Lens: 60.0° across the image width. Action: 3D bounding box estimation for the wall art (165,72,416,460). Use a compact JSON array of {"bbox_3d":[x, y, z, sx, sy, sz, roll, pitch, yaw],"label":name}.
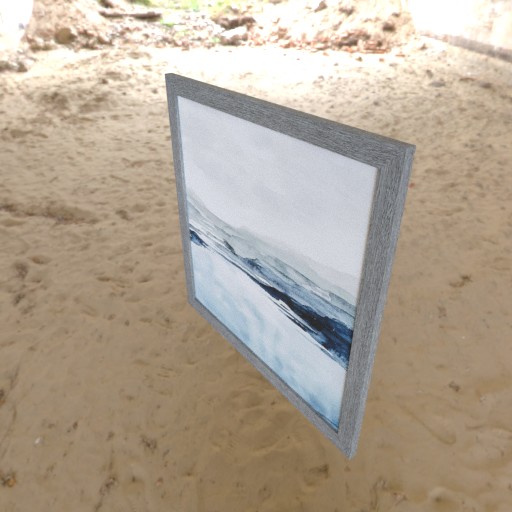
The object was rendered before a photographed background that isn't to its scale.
[{"bbox_3d":[0.000,0.000,1.004,0.020,0.685,0.685,-22,38,-31],"label":"wall art"}]
